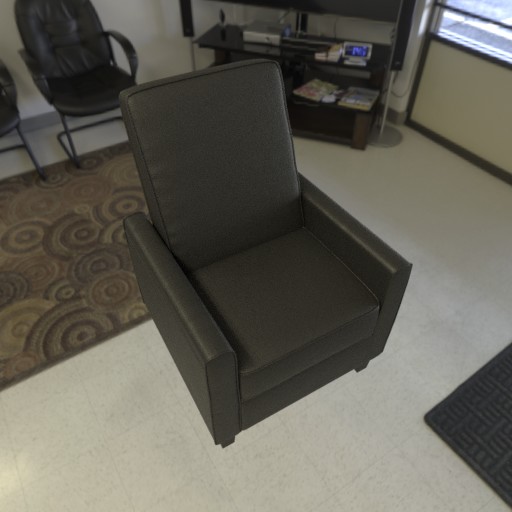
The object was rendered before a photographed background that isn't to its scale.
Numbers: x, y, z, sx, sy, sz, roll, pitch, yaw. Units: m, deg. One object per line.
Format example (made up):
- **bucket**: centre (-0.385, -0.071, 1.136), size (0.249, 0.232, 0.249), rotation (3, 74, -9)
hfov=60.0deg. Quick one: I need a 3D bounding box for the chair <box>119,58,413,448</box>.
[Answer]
- **chair**: centre (0.000, 0.000, 1.491), size (0.705, 1.013, 0.746), rotation (-22, 49, -21)
